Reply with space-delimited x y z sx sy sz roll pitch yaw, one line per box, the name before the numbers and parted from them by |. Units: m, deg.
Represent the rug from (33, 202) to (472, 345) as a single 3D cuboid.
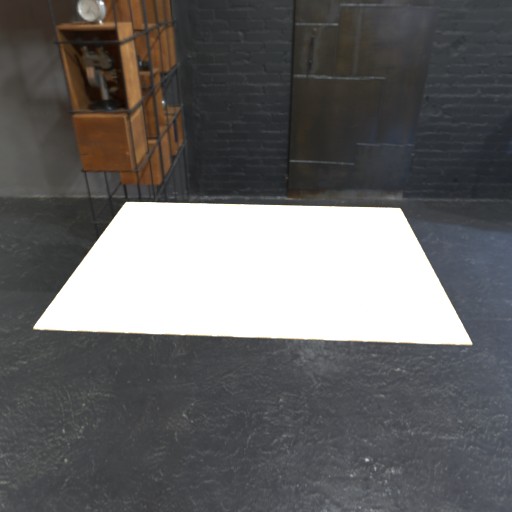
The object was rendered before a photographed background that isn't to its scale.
rug | 0.000 0.000 2.792 2.134 0.010 1.524 2 31 3
